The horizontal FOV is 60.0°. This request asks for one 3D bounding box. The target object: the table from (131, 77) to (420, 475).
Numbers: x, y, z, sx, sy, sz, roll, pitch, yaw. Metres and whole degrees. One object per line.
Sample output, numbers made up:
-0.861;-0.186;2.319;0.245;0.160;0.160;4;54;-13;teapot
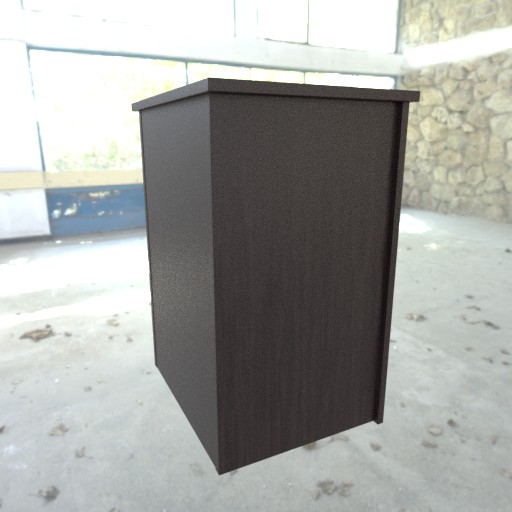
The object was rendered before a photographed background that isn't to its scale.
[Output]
0.000;0.000;0.943;0.381;0.635;0.480;-7;16;-26;table
